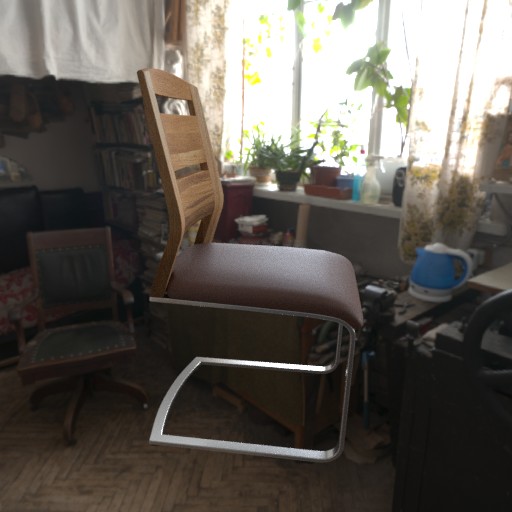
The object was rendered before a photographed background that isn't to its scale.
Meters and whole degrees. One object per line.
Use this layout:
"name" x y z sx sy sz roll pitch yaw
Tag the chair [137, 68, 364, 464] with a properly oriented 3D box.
"chair" 0.000 0.000 1.240 0.570 0.970 0.460 2 17 8
